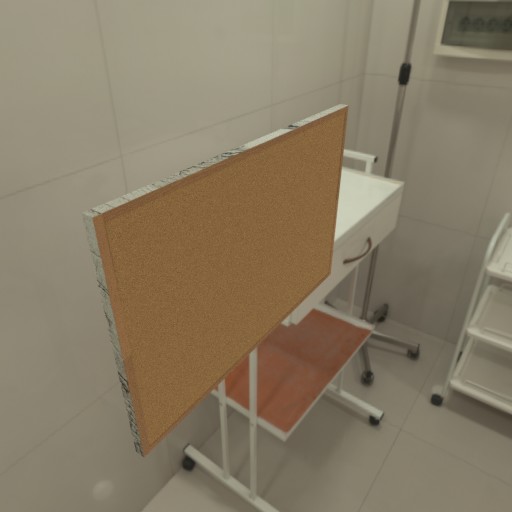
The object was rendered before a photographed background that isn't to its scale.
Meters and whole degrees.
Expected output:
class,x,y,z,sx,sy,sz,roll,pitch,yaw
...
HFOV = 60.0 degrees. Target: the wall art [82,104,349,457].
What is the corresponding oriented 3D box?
class,x,y,z,sx,sy,sz,roll,pitch,yaw
wall art,0.000,0.000,1.461,0.035,0.758,1.141,20,37,30
